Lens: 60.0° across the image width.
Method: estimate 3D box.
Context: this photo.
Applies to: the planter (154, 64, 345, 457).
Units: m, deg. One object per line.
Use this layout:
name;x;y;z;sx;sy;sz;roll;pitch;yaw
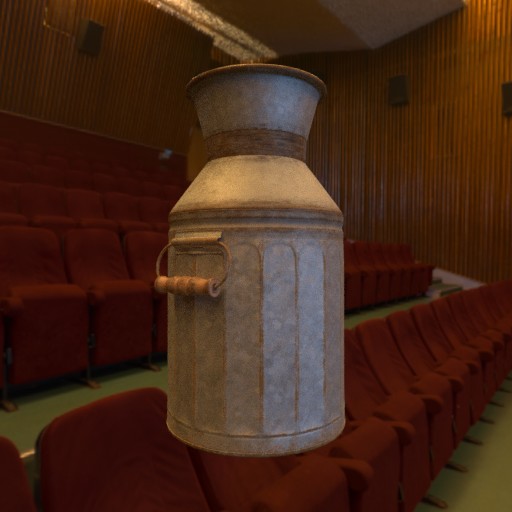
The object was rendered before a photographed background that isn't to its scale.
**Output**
planter;0.000;0.000;0.539;0.214;0.396;0.245;0;0;37
